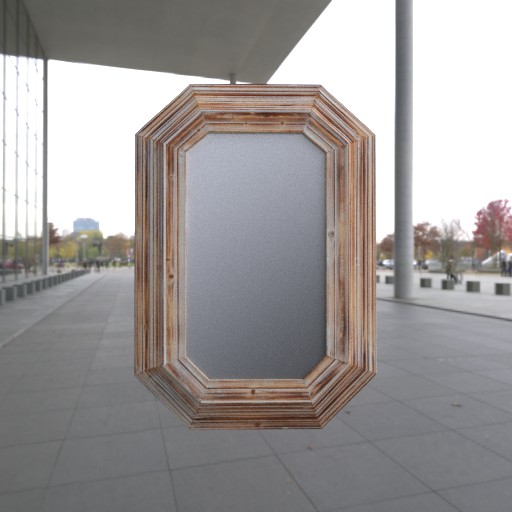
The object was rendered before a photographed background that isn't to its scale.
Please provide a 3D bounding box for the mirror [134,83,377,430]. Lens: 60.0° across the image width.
[{"bbox_3d":[0.000,0.000,1.290,0.709,1.015,0.061,0,0,-1],"label":"mirror"}]
